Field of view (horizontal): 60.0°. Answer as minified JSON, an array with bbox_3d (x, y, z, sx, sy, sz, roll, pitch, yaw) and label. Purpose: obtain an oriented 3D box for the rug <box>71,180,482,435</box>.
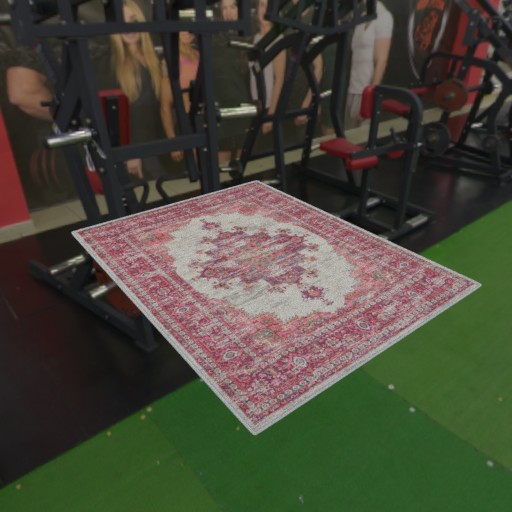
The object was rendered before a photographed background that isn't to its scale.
[{"bbox_3d":[0.000,0.000,4.177,2.447,0.017,3.123,-21,37,-32],"label":"rug"}]
